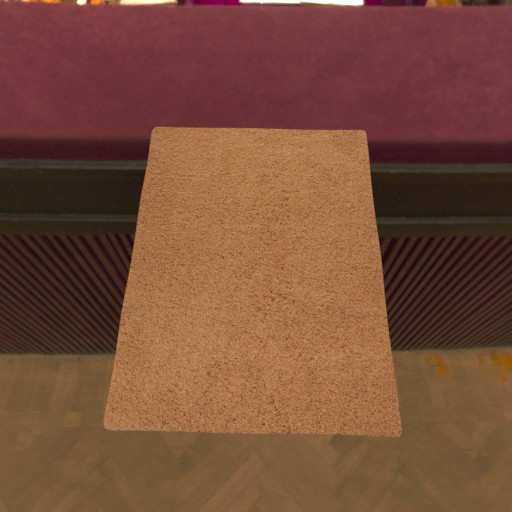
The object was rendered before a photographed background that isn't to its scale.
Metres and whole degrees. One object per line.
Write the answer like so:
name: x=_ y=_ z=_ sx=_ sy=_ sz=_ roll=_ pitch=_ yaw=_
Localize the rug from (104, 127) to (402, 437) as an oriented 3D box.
rug: x=0.000 y=0.000 z=2.138 sx=1.199 sy=0.025 sz=1.600 roll=1 pitch=63 yaw=1
